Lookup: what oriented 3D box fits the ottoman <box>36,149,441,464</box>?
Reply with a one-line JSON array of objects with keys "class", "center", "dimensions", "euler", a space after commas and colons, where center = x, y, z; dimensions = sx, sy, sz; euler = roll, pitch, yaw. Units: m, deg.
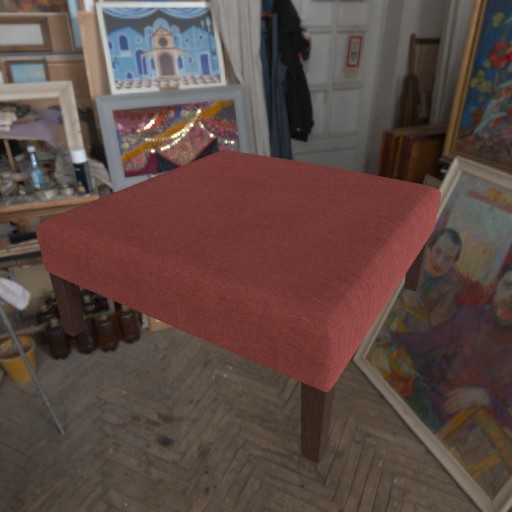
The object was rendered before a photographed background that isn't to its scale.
[{"class": "ottoman", "center": [0.000, 0.000, 1.410], "dimensions": [0.890, 0.411, 0.889], "euler": [17, 33, 28]}]
